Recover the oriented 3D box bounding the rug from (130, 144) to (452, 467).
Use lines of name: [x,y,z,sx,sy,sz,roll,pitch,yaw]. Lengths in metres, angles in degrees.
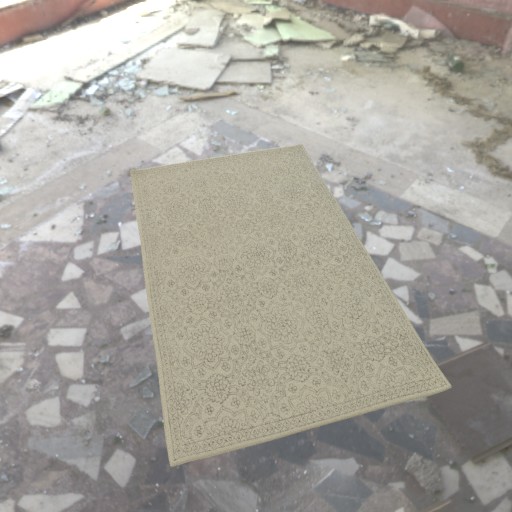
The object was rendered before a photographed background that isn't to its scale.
rug: [0.000,0.000,2.431,1.214,0.023,1.947,-11,48,-10]
